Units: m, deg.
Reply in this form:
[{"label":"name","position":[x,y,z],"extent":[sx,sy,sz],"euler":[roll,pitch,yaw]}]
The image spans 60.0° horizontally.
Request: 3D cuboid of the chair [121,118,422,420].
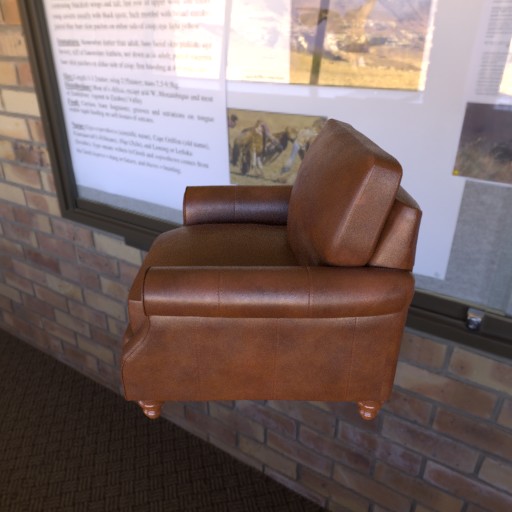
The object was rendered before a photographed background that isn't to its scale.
[{"label":"chair","position":[0.000,0.000,1.760],"extent":[0.992,0.972,0.989],"euler":[0,26,0]}]
